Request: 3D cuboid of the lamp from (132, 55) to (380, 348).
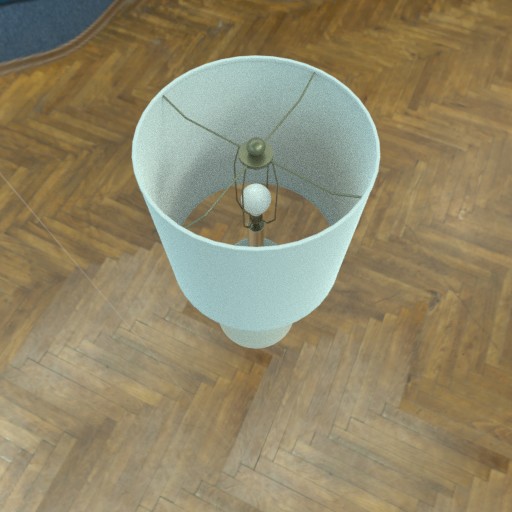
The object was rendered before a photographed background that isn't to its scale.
[{"bbox_3d":[0.000,0.000,0.512,0.188,0.392,0.188,-16,65,-8],"label":"lamp"}]
